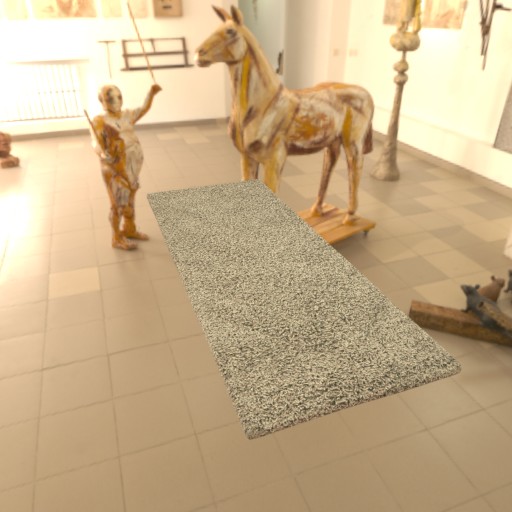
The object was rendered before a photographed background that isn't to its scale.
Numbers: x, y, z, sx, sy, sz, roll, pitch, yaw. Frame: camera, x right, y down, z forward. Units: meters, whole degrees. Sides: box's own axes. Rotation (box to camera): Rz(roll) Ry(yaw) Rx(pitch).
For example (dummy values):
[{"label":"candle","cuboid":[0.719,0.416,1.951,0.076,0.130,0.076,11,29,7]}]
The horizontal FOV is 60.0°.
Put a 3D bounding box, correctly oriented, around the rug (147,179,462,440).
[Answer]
[{"label":"rug","cuboid":[0.000,0.000,1.702,0.609,0.030,1.524,-11,32,-18]}]
